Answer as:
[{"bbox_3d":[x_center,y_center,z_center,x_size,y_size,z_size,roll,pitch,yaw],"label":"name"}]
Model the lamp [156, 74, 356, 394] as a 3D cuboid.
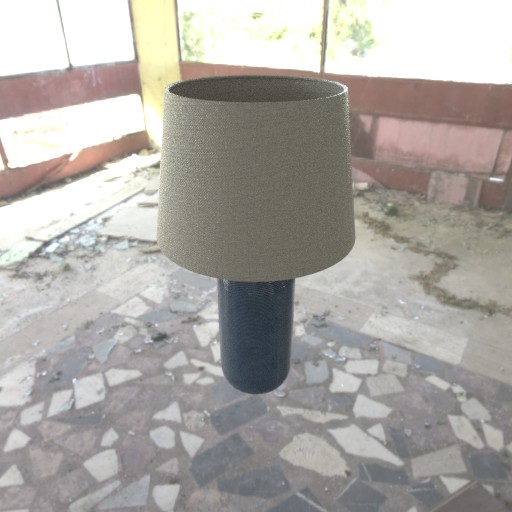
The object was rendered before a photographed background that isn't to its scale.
[{"bbox_3d":[0.000,0.000,0.593,0.253,0.428,0.253,0,29,0],"label":"lamp"}]
